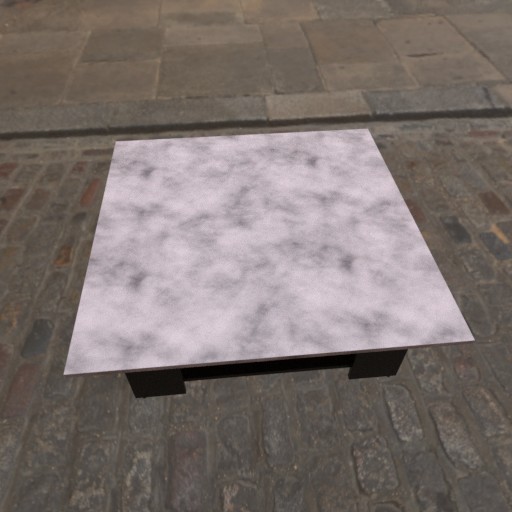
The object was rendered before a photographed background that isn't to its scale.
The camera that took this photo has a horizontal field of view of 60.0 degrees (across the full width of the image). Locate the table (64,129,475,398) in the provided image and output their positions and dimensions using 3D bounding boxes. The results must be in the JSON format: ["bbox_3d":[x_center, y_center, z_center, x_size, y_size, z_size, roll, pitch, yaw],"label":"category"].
[{"bbox_3d":[0.000,0.000,1.367,0.890,0.305,0.890,-4,47,-4],"label":"table"}]
